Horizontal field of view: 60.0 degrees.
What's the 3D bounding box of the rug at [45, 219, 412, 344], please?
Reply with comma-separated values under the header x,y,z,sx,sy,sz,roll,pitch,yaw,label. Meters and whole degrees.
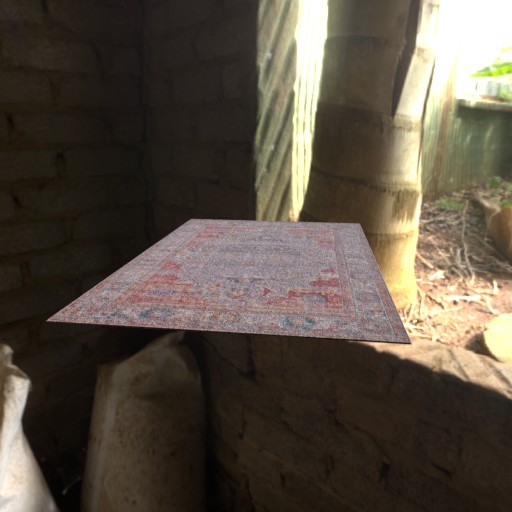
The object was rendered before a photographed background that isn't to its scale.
x,y,z,sx,sy,sz,roll,pitch,yaw,label
0.000,0.000,2.313,1.219,0.005,1.829,2,16,7,rug
